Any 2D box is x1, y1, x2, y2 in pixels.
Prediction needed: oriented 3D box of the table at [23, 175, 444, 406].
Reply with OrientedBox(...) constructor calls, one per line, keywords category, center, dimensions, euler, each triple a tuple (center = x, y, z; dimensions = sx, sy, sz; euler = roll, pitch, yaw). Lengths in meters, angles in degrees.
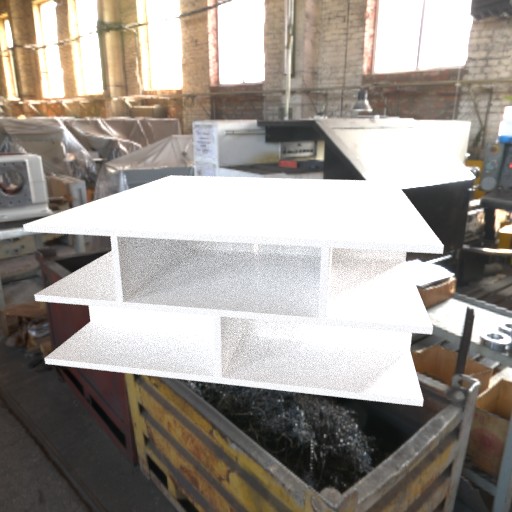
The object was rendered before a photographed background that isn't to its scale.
OrientedBox(category="table", center=(0.000, 0.000, 1.087), dimensions=(0.700, 0.289, 0.700), euler=(3, 18, 10))
